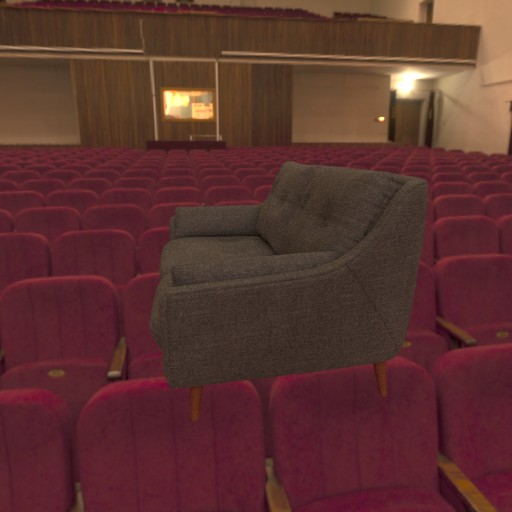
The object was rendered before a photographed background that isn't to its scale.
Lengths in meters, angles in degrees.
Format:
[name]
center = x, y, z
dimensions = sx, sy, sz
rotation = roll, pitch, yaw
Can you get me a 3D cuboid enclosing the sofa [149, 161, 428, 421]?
[sofa]
center = 0.000, 0.000, 2.208
dimensions = 0.976, 0.887, 1.646
rotation = -2, 14, -9
